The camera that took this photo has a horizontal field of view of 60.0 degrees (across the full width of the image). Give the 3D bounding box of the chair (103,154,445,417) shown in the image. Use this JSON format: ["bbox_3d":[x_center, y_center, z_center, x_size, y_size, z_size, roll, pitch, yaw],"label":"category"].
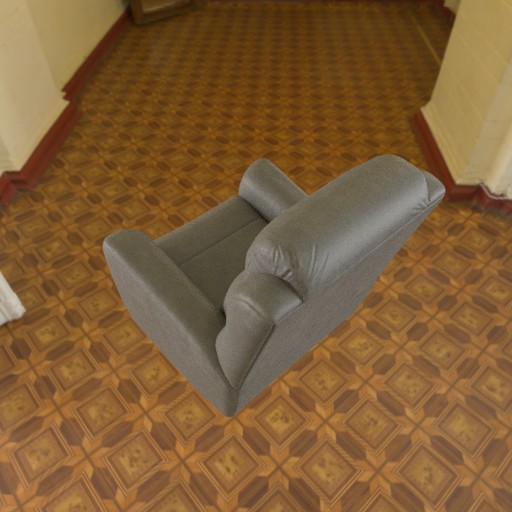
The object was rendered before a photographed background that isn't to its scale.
[{"bbox_3d":[0.000,0.000,1.925,0.965,1.116,1.068,-33,54,-28],"label":"chair"}]
